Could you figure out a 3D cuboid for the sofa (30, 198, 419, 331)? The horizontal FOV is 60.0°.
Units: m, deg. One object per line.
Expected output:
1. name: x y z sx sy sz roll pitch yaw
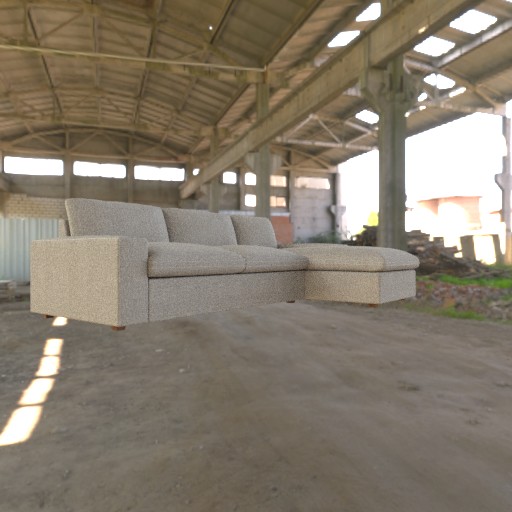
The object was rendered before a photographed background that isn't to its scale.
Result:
1. sofa: 0.000 0.000 3.492 1.689 0.813 2.718 0 0 38
